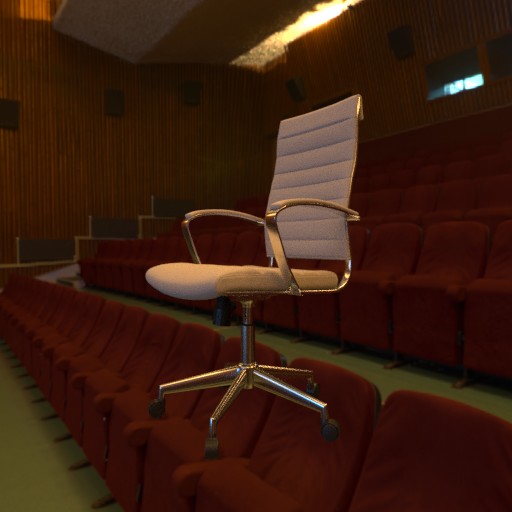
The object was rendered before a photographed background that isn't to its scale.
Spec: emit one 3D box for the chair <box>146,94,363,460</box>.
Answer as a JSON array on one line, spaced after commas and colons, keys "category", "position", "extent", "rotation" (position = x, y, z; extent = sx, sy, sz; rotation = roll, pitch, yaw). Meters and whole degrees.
[{"category": "chair", "position": [0.000, 0.000, 1.588], "extent": [0.667, 1.149, 0.679], "rotation": [-1, 2, -36]}]
